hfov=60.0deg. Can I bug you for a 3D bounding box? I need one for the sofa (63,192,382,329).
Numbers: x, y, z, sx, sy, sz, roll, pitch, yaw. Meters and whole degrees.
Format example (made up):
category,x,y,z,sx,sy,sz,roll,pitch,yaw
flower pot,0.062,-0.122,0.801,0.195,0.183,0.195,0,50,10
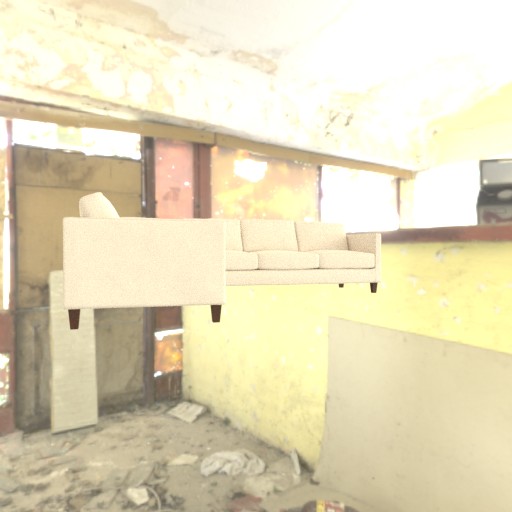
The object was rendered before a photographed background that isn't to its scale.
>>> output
category,x,y,z,sx,sy,sz,roll,pitch,yaw
sofa,0.000,0.000,4.273,3.182,0.863,2.432,0,1,-17
